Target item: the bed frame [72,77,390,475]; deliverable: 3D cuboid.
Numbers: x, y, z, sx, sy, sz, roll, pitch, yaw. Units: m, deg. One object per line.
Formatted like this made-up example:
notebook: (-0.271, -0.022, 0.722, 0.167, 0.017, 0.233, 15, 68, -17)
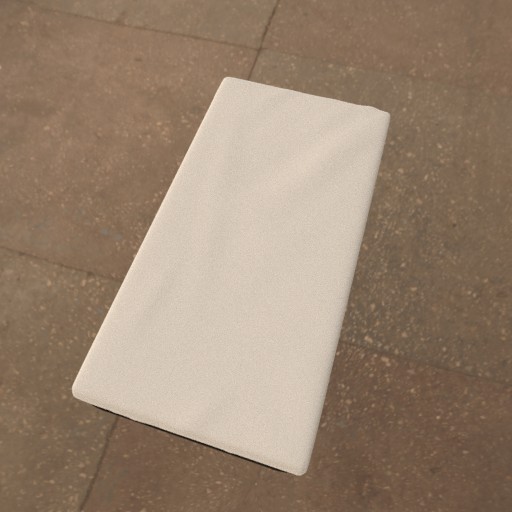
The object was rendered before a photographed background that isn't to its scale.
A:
bed frame: (0.000, 0.000, 2.338, 0.989, 0.619, 1.903, 16, 64, 8)
